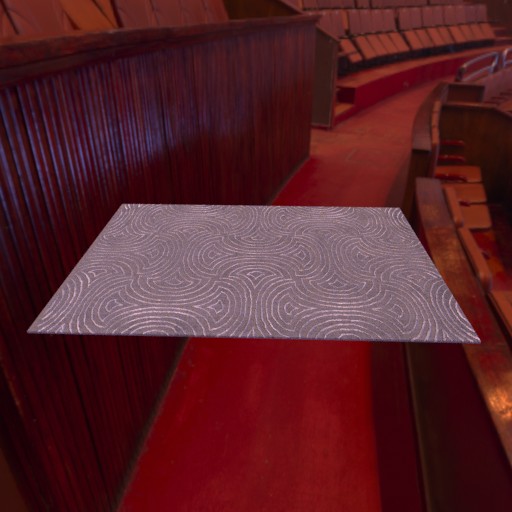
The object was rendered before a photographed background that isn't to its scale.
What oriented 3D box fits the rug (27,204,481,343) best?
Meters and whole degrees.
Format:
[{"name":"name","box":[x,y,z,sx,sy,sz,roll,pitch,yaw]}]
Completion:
[{"name":"rug","box":[0.000,0.000,2.759,2.144,0.015,1.543,1,30,2]}]
